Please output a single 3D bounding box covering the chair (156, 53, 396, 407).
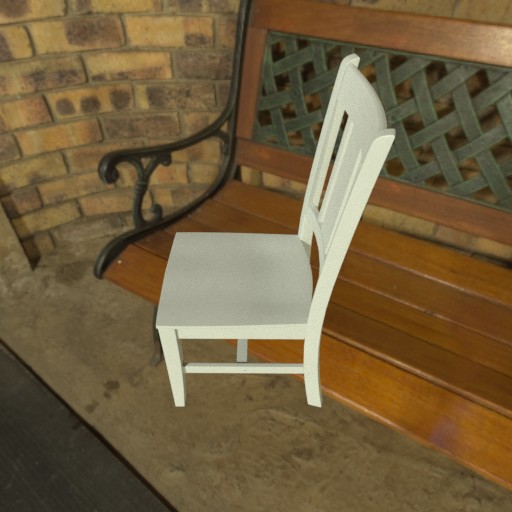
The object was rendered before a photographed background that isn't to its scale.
[{"bbox_3d":[0.000,0.000,1.305,0.555,0.998,0.450,0,42,0],"label":"chair"}]
